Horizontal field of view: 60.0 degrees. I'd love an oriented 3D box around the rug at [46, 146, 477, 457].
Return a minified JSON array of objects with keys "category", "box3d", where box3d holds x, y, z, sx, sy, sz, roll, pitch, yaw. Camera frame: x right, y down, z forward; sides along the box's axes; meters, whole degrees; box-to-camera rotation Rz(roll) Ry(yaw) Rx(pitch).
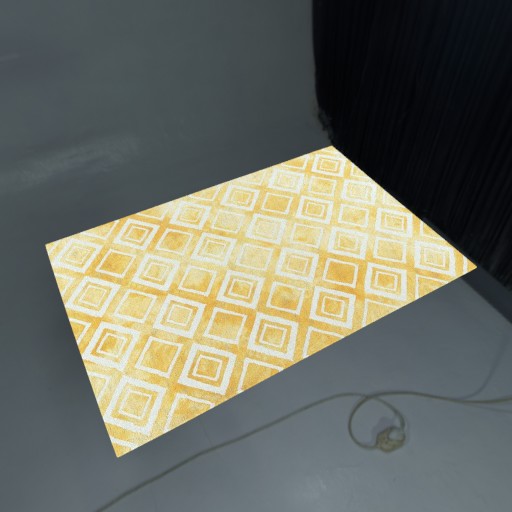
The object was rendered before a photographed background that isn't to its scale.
[{"category":"rug","box3d":[0.000,0.000,2.237,1.829,0.010,1.213,-23,51,-20]}]
